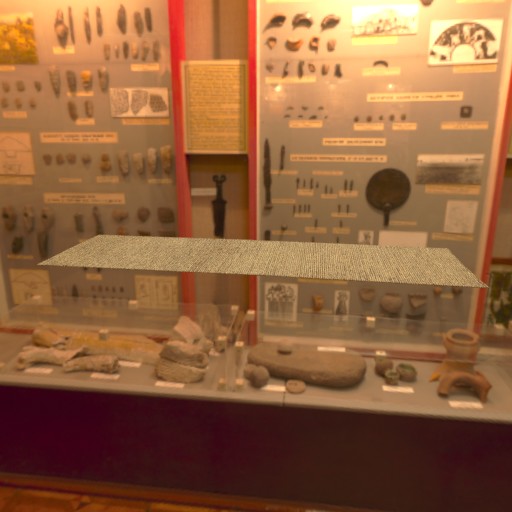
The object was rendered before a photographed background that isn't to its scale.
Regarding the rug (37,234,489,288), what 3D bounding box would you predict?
[{"bbox_3d":[0.000,0.000,2.589,2.335,0.013,0.697,3,17,9],"label":"rug"}]
